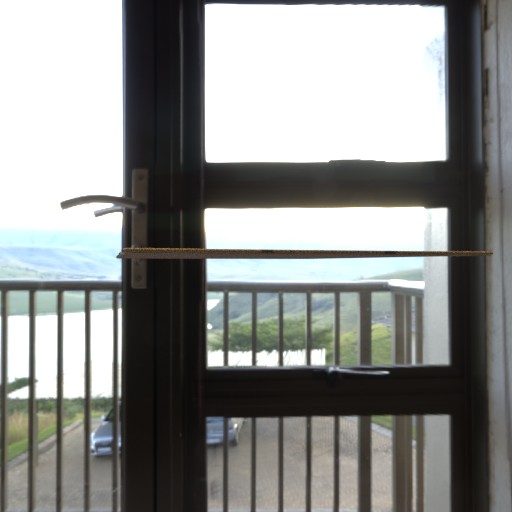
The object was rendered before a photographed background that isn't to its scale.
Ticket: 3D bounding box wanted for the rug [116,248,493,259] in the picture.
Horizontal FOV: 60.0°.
[{"bbox_3d":[0.000,0.000,4.024,2.399,0.026,3.000,0,-1,-18],"label":"rug"}]
